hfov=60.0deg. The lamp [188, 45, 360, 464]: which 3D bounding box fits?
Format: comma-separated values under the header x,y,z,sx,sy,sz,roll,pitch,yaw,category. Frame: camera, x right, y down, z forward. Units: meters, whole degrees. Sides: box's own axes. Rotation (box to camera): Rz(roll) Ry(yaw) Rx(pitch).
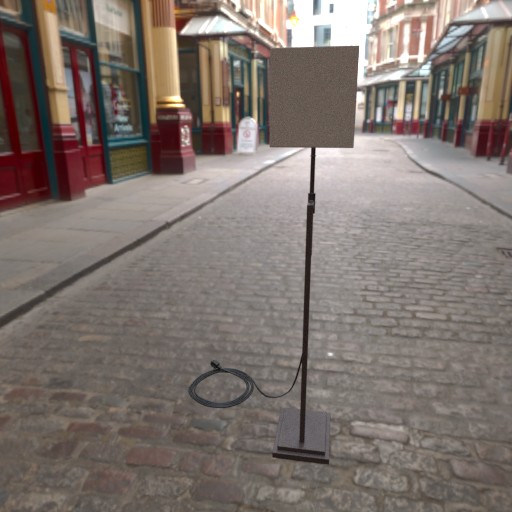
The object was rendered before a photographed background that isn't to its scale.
x,y,z,sx,sy,sz,roll,pitch,yaw,category
0.000,0.000,1.989,0.774,1.600,0.698,3,17,10,lamp
